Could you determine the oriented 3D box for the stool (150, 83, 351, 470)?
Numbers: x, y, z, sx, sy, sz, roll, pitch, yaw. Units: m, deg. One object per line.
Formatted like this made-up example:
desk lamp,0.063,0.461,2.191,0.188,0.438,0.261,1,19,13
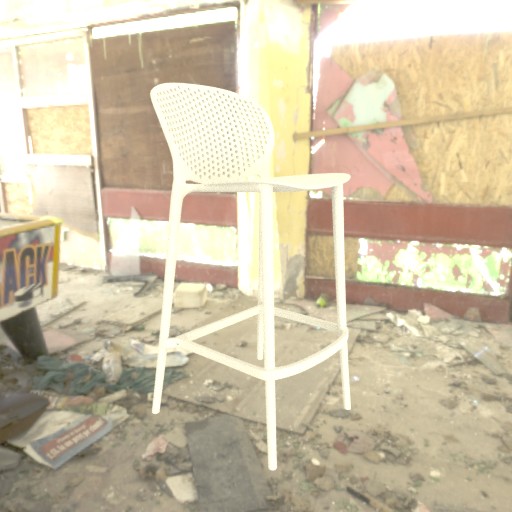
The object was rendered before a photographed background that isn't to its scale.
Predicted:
stool,0.000,0.000,1.379,0.535,1.045,0.536,13,19,41
